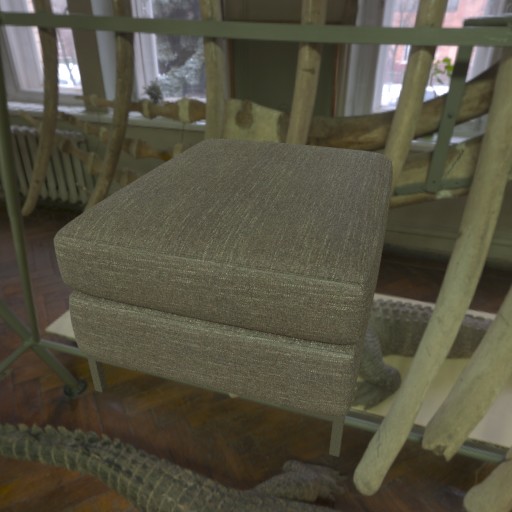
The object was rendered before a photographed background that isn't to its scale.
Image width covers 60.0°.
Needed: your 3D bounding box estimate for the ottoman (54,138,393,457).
[{"bbox_3d":[0.000,0.000,1.244,0.671,0.490,0.820,9,30,16],"label":"ottoman"}]
